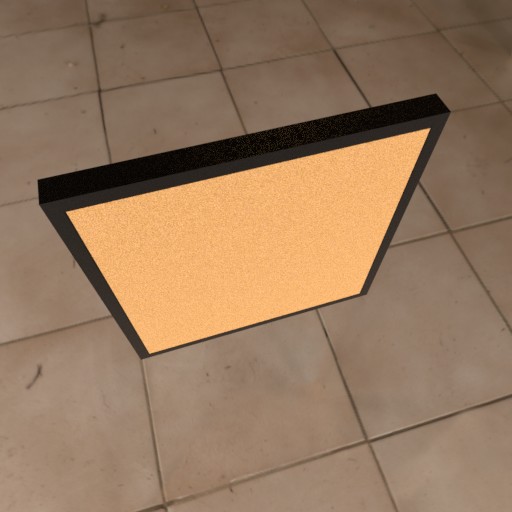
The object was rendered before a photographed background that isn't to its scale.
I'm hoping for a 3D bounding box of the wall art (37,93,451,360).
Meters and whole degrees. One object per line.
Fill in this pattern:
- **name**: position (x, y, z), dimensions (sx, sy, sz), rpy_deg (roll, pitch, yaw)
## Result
- **wall art**: position (0.000, 0.000, 0.745), dimensions (0.506, 0.506, 0.038), rpy_deg (-15, 59, -9)
